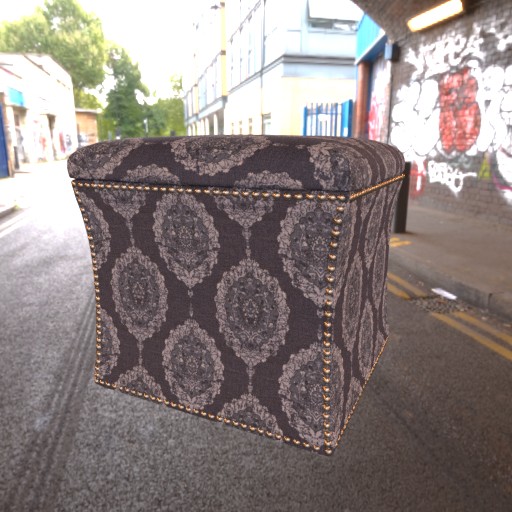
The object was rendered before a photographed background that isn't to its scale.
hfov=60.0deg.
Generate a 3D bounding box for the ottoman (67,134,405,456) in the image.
[{"bbox_3d":[0.000,0.000,0.899,0.507,0.475,0.497,7,16,25],"label":"ottoman"}]
